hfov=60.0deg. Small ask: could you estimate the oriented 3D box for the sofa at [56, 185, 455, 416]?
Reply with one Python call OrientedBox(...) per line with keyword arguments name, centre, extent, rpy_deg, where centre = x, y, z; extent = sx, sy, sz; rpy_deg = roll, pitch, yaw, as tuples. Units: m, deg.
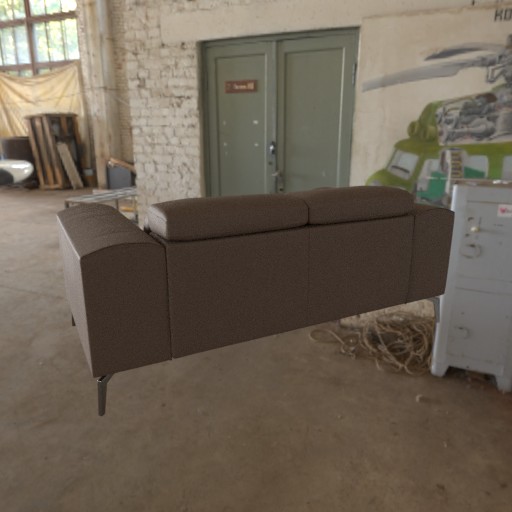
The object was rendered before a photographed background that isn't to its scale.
OrientedBox(name="sofa", centre=(0.000, 0.000, 2.394), extent=(1.895, 0.779, 1.003), rpy_deg=(-8, 18, -27))
